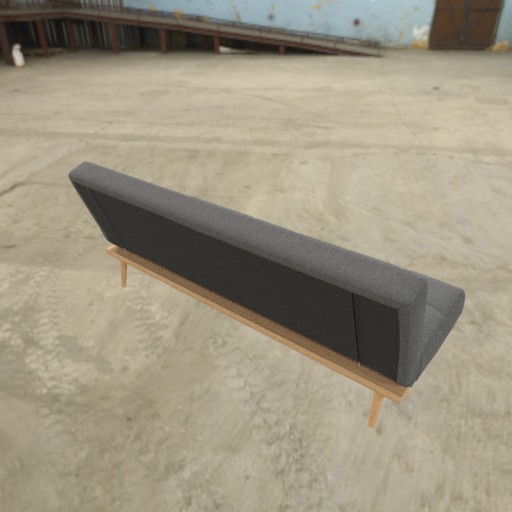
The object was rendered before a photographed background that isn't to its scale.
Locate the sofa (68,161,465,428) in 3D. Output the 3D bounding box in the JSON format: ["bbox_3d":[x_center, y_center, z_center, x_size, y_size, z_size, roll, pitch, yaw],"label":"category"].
[{"bbox_3d":[0.000,0.000,2.188,1.820,0.770,0.820,22,37,33],"label":"sofa"}]
